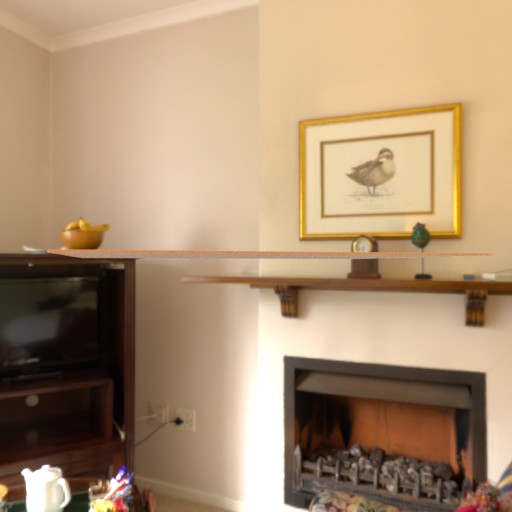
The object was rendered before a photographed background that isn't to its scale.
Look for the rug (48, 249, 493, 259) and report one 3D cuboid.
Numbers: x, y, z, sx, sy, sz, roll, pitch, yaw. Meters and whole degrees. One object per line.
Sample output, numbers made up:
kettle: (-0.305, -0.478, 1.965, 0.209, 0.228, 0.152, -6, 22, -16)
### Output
rug: (0.000, 0.000, 2.731, 2.134, 0.013, 1.524, 0, -1, -17)
